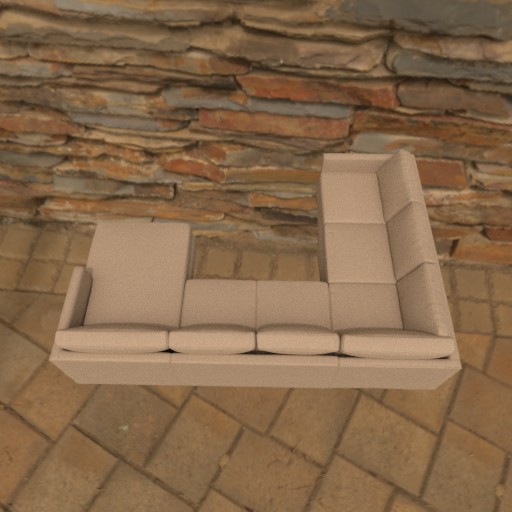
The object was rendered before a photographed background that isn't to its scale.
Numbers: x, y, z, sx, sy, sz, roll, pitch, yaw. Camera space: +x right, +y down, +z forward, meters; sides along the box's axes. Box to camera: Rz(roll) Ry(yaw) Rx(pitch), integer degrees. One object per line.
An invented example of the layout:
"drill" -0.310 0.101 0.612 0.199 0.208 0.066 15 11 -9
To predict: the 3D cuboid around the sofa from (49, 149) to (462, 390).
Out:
"sofa" 0.000 0.000 4.506 3.460 0.882 2.427 1 58 1
